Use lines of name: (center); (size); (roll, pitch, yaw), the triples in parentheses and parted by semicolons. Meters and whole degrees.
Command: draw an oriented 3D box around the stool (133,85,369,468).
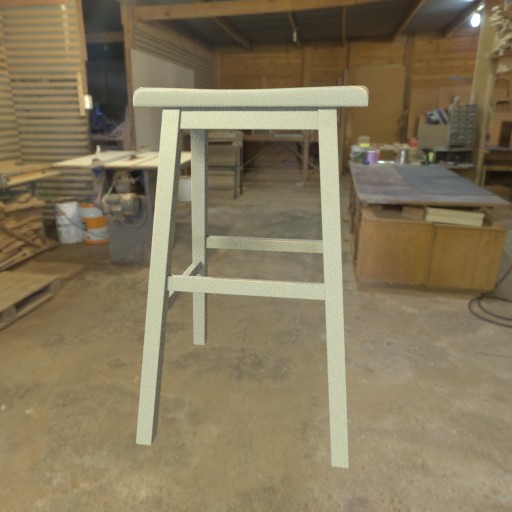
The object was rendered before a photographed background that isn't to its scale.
stool: (0.000, 0.000, 1.046); (0.457, 0.737, 0.476); (3, 18, 8)
